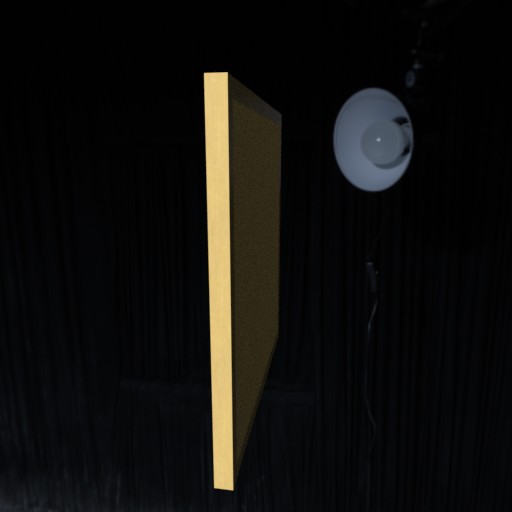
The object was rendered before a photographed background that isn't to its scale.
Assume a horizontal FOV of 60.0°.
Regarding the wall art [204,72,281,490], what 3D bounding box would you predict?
[{"bbox_3d":[0.000,0.000,2.913,0.097,1.936,1.935,2,13,9],"label":"wall art"}]
